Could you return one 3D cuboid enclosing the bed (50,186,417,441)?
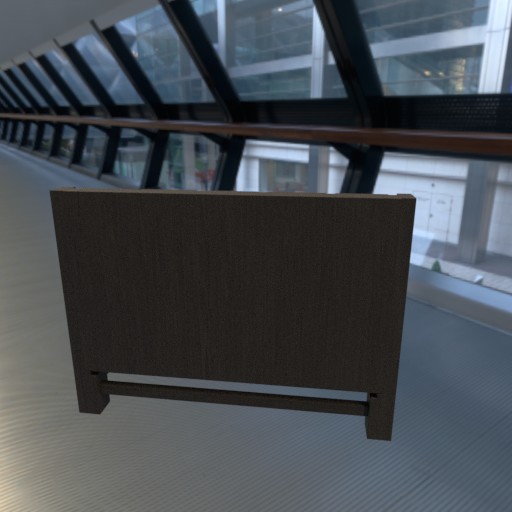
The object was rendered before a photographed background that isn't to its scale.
[{"bbox_3d":[0.000,0.000,3.296,1.727,1.270,2.242,2,17,8],"label":"bed"}]
